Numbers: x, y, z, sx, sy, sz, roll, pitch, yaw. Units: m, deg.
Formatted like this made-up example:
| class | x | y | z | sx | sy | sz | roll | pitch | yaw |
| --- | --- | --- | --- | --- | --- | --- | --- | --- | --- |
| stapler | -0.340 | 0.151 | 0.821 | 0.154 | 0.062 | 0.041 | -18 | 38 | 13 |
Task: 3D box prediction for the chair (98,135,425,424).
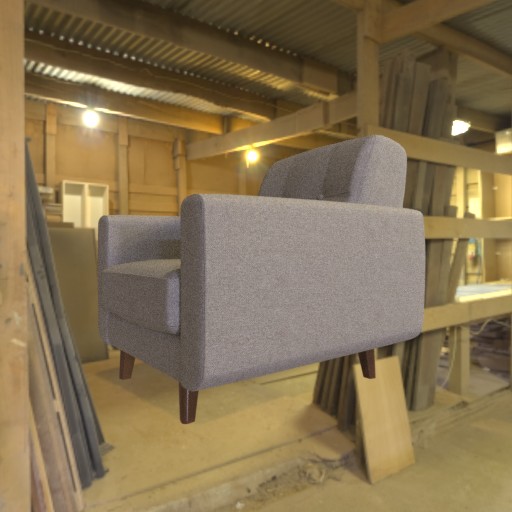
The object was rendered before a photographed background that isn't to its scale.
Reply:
| class | x | y | z | sx | sy | sz | roll | pitch | yaw |
| --- | --- | --- | --- | --- | --- | --- | --- | --- | --- |
| chair | 0.000 | 0.000 | 1.545 | 0.907 | 0.839 | 0.831 | 0 | 0 | -35 |
